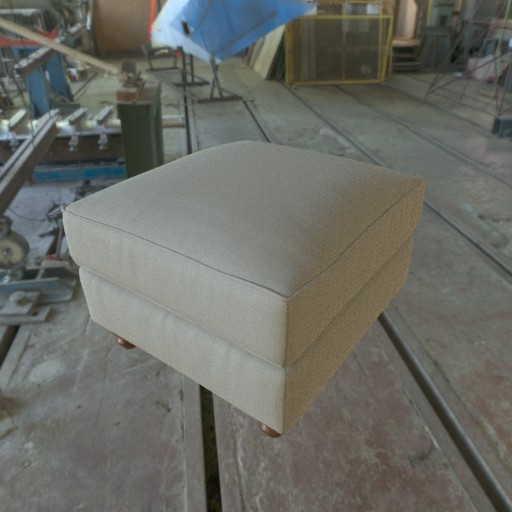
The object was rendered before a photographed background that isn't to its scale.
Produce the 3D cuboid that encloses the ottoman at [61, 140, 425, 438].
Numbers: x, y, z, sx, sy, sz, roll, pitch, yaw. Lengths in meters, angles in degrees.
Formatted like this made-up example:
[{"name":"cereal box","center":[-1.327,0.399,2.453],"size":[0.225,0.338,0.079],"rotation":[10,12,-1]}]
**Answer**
[{"name":"ottoman","center":[0.000,0.000,1.188],"size":[0.662,0.505,0.716],"rotation":[20,36,30]}]
